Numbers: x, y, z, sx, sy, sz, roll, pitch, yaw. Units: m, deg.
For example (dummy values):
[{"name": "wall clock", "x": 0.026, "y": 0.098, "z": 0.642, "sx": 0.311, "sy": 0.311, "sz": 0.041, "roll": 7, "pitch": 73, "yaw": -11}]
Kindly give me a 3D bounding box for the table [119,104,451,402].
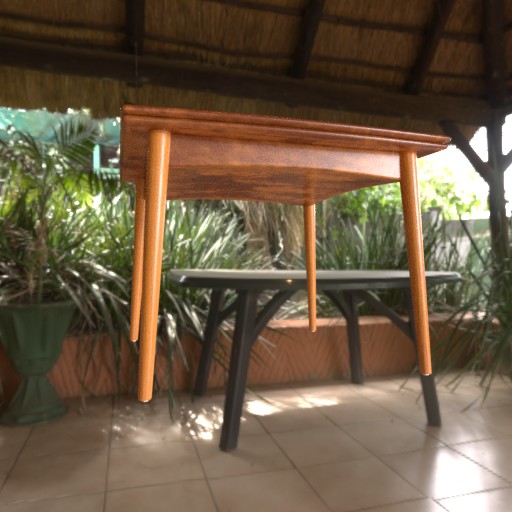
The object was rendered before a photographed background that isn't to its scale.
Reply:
[{"name": "table", "x": 0.000, "y": 0.000, "z": 1.686, "sx": 0.991, "sy": 0.754, "sz": 0.991, "roll": 0, "pitch": 0, "yaw": -17}]
